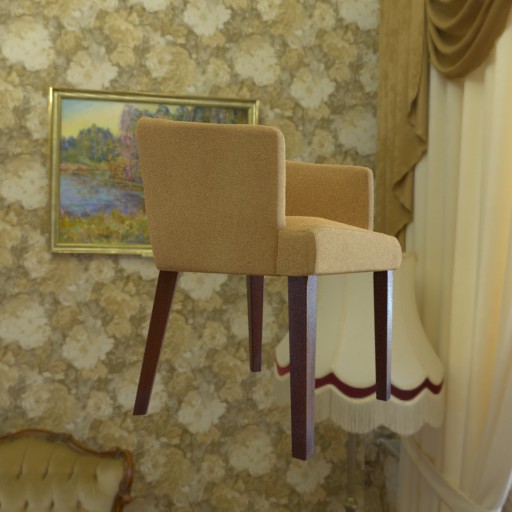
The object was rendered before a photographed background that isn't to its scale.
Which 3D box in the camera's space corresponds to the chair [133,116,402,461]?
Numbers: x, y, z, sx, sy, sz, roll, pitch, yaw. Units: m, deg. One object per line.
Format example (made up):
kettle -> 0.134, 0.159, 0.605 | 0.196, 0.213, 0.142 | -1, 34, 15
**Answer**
chair -> 0.000, 0.000, 1.242 | 0.655, 0.811, 0.583 | 0, 0, 36
